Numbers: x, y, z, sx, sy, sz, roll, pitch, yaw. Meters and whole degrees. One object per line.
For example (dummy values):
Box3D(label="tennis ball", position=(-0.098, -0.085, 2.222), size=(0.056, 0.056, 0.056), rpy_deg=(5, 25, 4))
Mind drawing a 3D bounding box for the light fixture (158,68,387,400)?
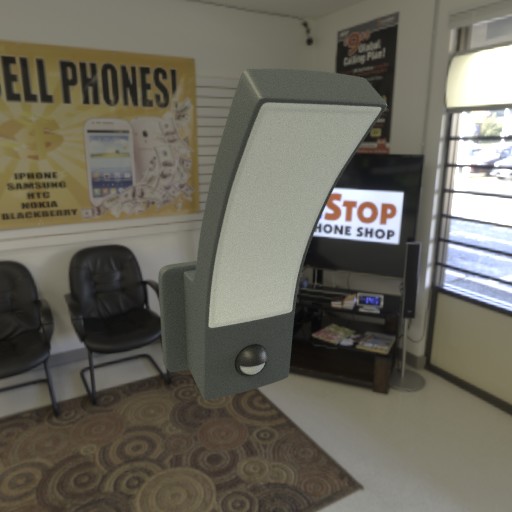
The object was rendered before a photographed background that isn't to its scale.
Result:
Box3D(label="light fixture", position=(0.000, 0.000, 0.332), size=(0.108, 0.243, 0.174), rpy_deg=(-7, 16, -26))
